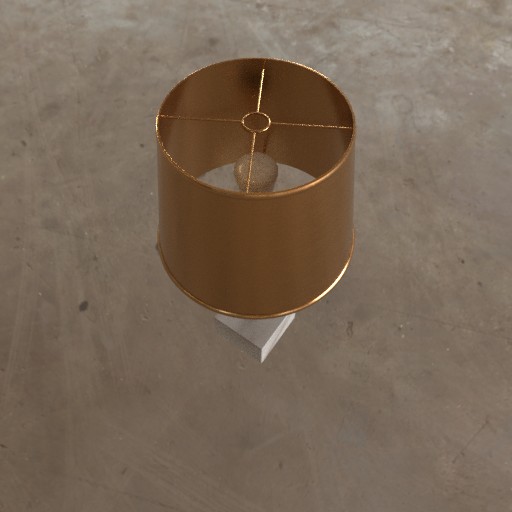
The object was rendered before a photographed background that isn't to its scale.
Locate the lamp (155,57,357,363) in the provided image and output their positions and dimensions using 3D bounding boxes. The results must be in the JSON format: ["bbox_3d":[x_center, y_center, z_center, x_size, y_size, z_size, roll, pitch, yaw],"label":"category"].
[{"bbox_3d":[0.000,0.000,0.518,0.208,0.406,0.208,0,58,0],"label":"lamp"}]
